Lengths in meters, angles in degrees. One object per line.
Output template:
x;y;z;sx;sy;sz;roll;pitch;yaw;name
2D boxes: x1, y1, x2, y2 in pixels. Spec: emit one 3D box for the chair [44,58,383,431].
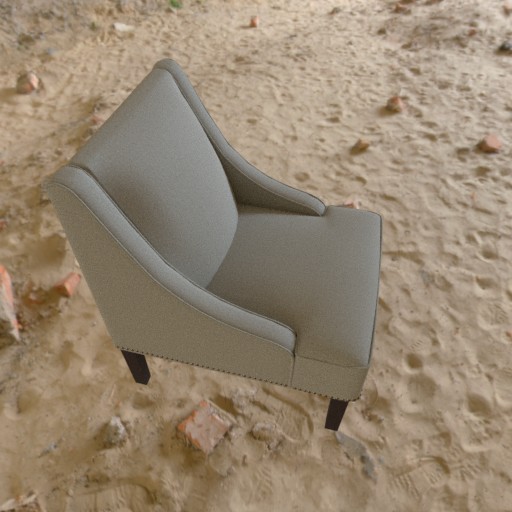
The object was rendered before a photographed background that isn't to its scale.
0.000;0.000;1.325;0.737;0.864;0.610;10;48;9;chair
